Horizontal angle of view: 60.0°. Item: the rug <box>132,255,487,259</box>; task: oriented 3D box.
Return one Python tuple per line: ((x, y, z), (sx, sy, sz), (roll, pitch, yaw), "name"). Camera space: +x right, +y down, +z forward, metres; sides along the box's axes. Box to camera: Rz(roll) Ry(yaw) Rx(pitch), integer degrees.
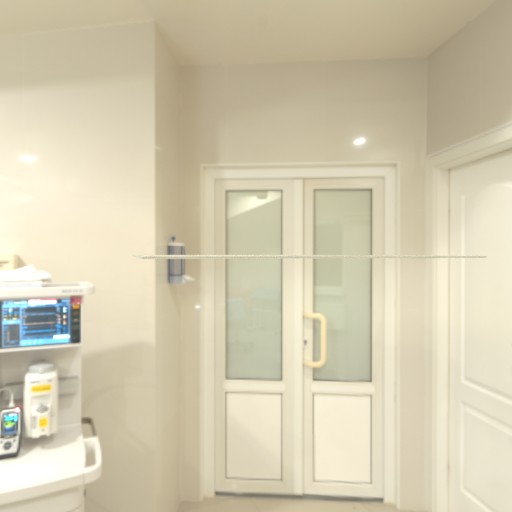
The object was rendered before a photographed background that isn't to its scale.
((0.000, 0.000, 2.320), (1.225, 0.008, 1.827), (0, 0, -16), "rug")
